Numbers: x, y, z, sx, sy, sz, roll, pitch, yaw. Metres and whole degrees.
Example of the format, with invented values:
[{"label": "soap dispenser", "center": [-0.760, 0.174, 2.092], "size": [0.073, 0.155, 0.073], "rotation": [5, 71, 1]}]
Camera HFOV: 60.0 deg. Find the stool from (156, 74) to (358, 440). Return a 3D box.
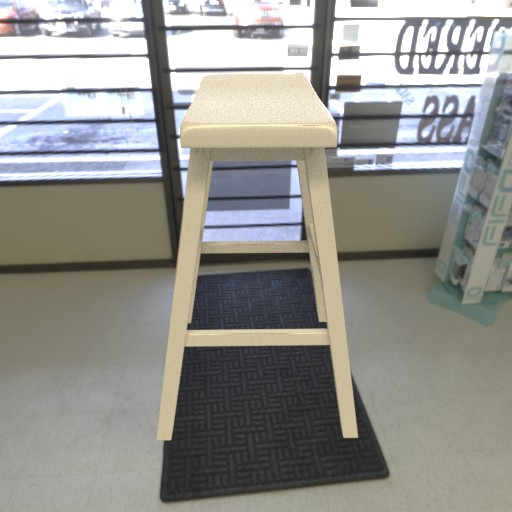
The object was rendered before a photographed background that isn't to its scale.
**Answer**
[{"label": "stool", "center": [0.000, 0.000, 1.049], "size": [0.476, 0.737, 0.457], "rotation": [0, 32, -1]}]
